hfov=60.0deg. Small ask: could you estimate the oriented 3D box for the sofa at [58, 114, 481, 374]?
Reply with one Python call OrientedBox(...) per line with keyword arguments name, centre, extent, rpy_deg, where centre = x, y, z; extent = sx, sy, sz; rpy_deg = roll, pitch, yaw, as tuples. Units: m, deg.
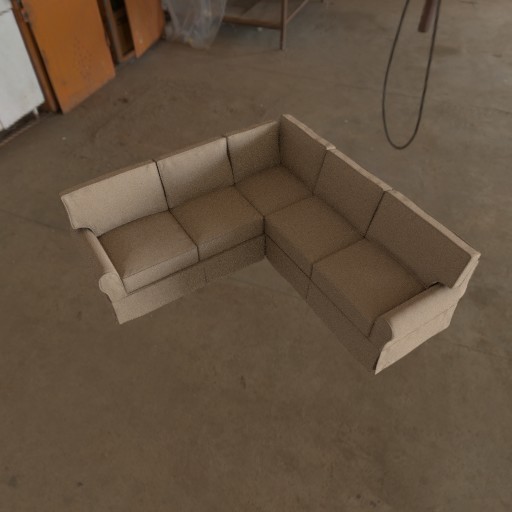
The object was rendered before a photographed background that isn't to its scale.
OrientedBox(name="sofa", centre=(0.000, 0.000, 4.142), extent=(2.730, 1.124, 2.733), rpy_deg=(-25, 51, -22))
